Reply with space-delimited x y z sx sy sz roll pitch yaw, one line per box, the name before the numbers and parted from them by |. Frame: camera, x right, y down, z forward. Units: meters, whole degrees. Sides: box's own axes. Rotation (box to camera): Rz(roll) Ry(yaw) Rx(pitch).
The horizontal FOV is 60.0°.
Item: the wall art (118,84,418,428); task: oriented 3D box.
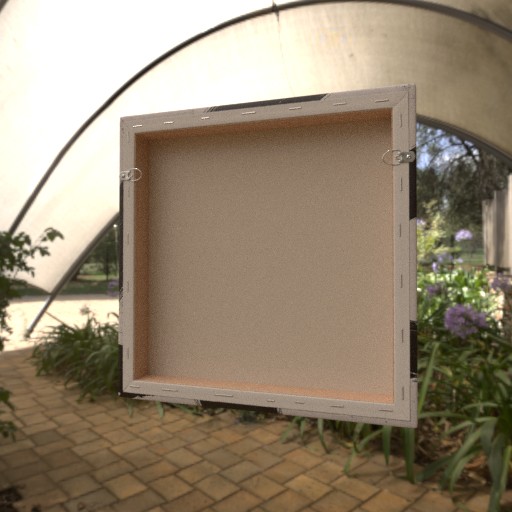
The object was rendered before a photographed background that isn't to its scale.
wall art | 0.000 0.000 0.744 0.507 0.508 0.050 0 -1 17
